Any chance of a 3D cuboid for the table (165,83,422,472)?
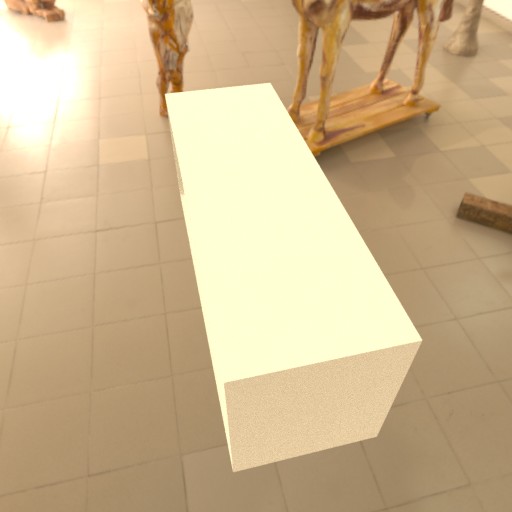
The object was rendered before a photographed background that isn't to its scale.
[{"bbox_3d":[0.000,0.000,1.850,0.508,0.769,1.500,-10,46,-9],"label":"table"}]
